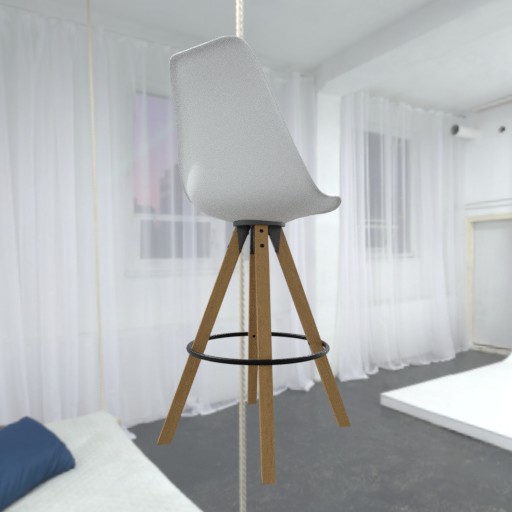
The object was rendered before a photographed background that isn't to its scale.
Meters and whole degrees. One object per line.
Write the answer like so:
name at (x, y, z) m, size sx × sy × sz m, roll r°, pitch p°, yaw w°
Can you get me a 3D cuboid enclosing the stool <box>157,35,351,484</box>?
stool at (0.000, 0.000, 1.379) m, size 0.482 × 1.115 × 0.549 m, roll 0°, pitch 0°, yaw 36°
